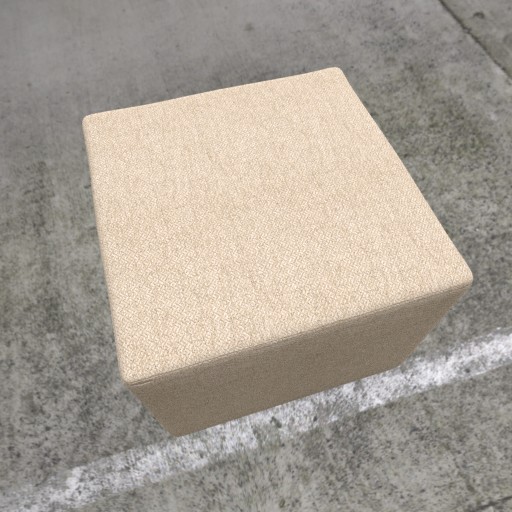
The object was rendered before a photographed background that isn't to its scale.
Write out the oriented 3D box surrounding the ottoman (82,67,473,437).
[{"bbox_3d":[0.000,0.000,0.862,0.508,0.432,0.508,-15,59,-9],"label":"ottoman"}]
